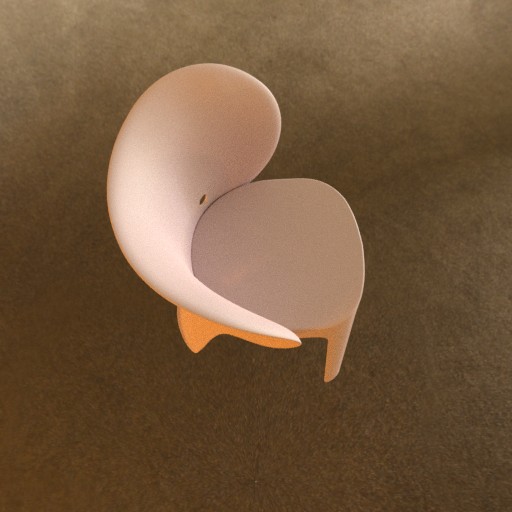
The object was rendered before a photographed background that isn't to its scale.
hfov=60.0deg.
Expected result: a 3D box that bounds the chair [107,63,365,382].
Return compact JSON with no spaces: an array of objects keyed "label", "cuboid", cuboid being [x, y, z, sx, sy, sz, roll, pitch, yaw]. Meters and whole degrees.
[{"label":"chair","cuboid":[0.000,0.000,0.847,0.402,0.554,0.451,-2,63,-1]}]
